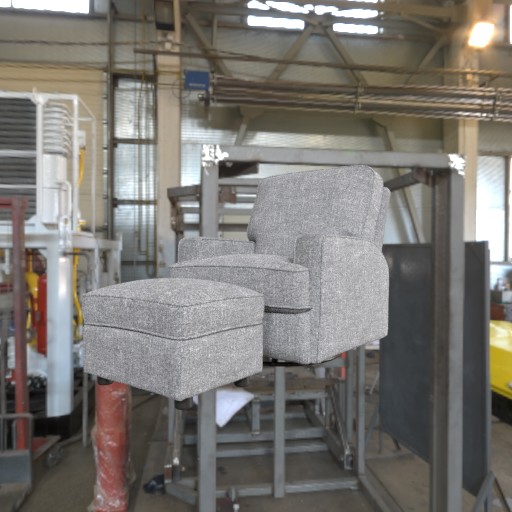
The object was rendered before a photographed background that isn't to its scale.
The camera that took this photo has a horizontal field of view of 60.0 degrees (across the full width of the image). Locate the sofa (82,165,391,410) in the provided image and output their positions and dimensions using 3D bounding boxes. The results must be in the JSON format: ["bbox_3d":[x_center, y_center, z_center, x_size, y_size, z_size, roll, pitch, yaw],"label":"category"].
[{"bbox_3d":[0.000,0.000,2.068,0.861,0.959,1.472,0,1,37],"label":"sofa"}]
